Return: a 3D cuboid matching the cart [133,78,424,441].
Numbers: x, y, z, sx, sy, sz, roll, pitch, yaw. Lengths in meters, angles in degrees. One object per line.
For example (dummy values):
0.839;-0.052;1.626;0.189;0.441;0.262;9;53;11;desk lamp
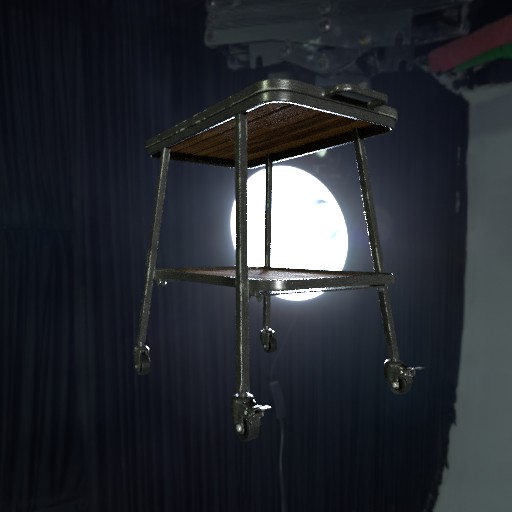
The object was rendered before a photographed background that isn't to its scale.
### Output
0.000;0.000;1.238;0.515;0.700;0.806;-1;1;-35;cart
